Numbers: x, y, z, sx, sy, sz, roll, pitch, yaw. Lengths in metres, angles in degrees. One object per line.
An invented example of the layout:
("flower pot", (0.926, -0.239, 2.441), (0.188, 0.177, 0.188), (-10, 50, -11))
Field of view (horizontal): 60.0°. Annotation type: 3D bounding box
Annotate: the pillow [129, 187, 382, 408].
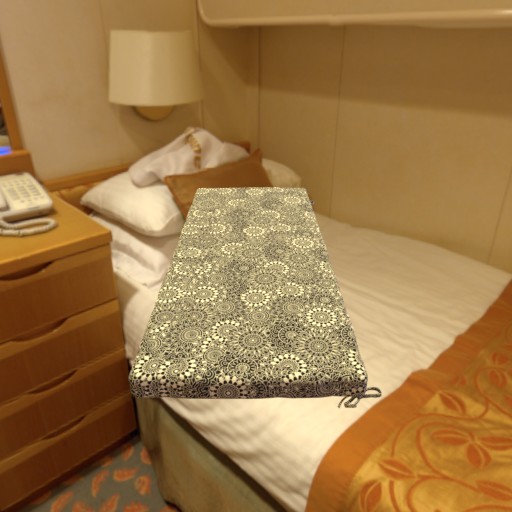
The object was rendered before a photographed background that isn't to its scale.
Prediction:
("pillow", (0.000, 0.000, 1.349), (0.492, 0.081, 1.187), (0, 27, 0))
